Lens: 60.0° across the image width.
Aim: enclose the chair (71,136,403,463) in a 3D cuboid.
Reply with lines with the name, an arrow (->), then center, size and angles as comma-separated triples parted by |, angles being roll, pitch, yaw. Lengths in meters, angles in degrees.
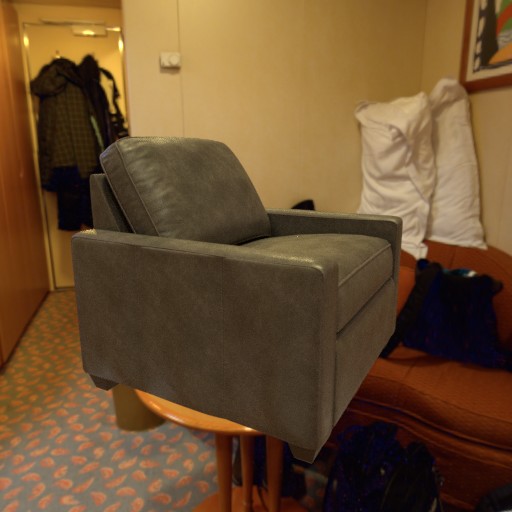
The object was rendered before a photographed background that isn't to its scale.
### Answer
chair -> 0.000, 0.000, 1.748 | 0.939, 0.916, 1.006 | 7, 15, 28
